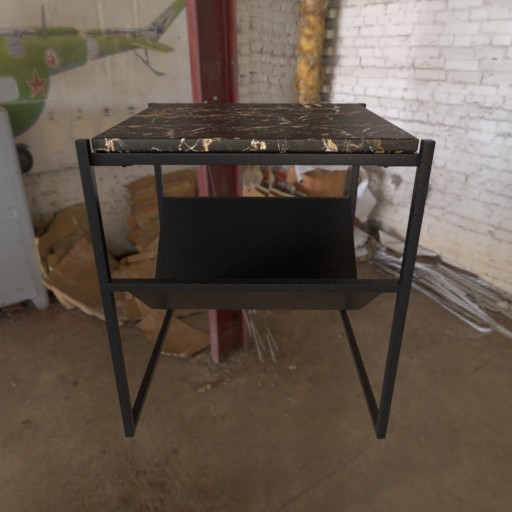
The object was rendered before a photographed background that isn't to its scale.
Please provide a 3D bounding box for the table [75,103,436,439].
[{"bbox_3d":[0.000,0.000,0.882,0.469,0.534,0.432,0,25,0],"label":"table"}]
